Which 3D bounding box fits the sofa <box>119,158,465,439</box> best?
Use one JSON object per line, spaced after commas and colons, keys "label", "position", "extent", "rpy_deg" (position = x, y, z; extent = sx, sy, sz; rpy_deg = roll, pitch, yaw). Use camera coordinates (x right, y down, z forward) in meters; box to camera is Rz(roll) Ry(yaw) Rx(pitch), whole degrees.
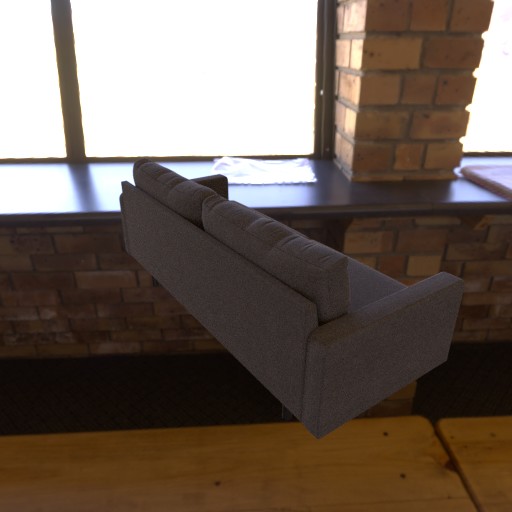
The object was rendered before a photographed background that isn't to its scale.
{"label": "sofa", "position": [0.000, 0.000, 2.600], "extent": [0.880, 0.880, 2.100], "rpy_deg": [-17, 31, -31]}
